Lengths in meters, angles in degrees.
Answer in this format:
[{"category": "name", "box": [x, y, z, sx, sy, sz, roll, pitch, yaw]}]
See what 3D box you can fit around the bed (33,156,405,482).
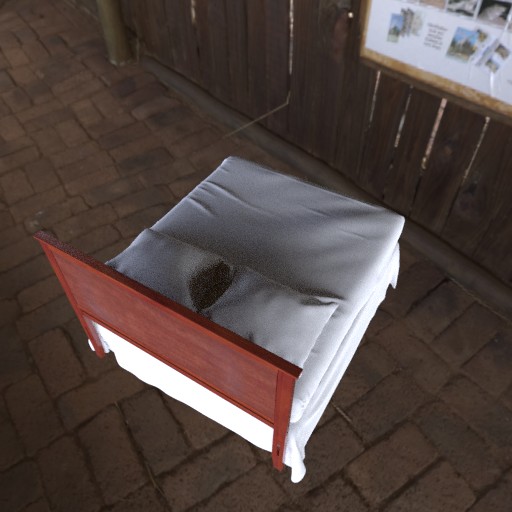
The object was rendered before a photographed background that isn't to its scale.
[{"category": "bed", "box": [0.000, 0.000, 3.211, 1.870, 1.270, 2.050, 24, 52, 21]}]
